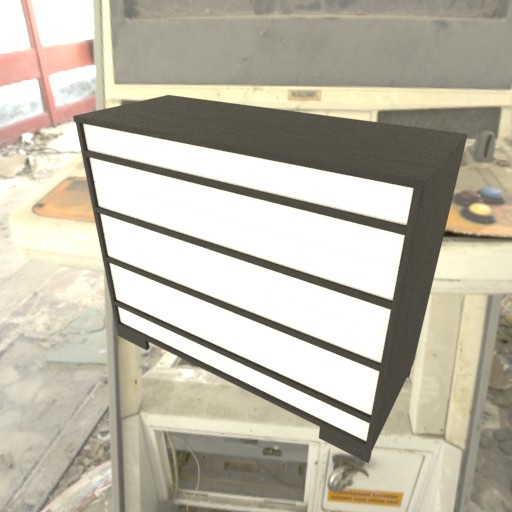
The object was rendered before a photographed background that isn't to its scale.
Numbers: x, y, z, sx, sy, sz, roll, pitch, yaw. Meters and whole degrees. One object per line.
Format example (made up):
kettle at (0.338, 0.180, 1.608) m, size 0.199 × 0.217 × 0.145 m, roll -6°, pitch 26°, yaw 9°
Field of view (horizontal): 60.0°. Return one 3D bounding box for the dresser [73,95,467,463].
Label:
dresser at (0.000, 0.000, 1.392) m, size 0.994 × 0.816 × 0.404 m, roll 18°, pitch 34°, yaw 28°
